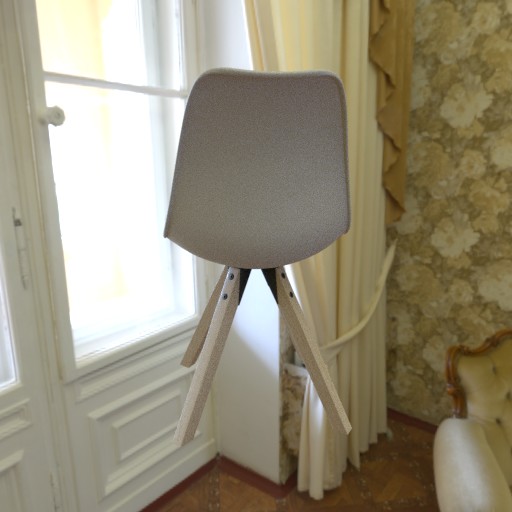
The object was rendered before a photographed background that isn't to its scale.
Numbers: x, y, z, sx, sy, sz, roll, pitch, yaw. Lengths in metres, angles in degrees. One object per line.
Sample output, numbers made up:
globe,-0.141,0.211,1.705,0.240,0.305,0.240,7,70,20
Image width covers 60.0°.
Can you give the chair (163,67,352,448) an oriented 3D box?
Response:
chair,0.000,0.000,1.185,0.485,0.850,0.550,-2,14,-7
